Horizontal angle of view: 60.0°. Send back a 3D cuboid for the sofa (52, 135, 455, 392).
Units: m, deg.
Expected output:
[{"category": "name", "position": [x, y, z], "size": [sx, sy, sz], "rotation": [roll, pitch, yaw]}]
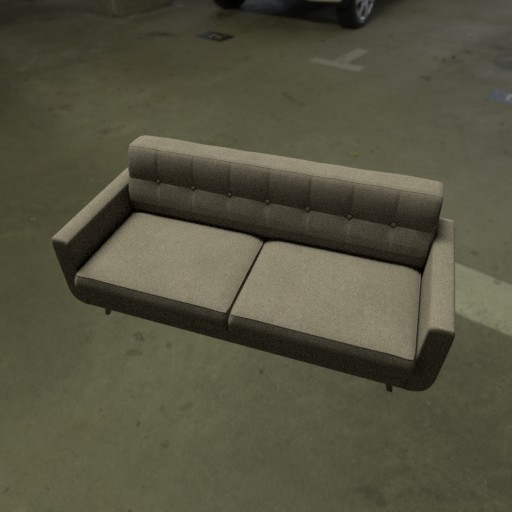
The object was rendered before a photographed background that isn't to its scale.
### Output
[{"category": "sofa", "position": [0.000, 0.000, 2.477], "size": [2.029, 0.841, 0.909], "rotation": [12, 42, 14]}]
